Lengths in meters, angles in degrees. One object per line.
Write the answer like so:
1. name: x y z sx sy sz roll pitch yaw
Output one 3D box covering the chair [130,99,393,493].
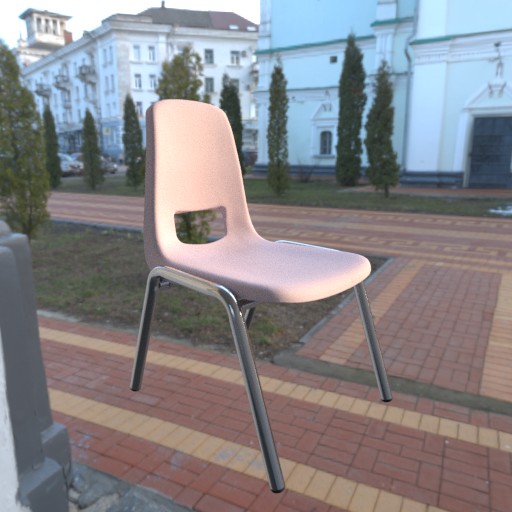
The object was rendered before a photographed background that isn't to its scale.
1. chair: 0.000 0.000 0.833 0.423 0.586 0.354 12 17 42
